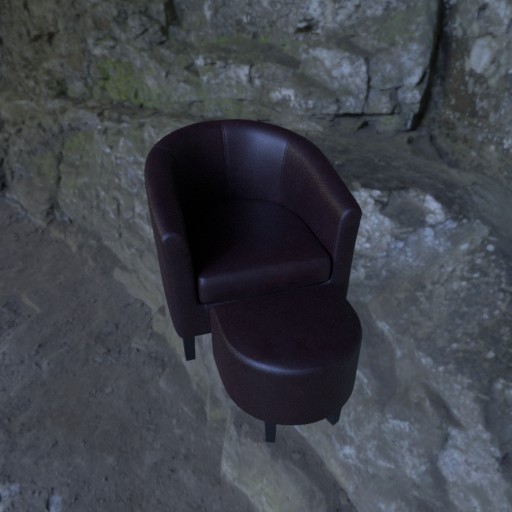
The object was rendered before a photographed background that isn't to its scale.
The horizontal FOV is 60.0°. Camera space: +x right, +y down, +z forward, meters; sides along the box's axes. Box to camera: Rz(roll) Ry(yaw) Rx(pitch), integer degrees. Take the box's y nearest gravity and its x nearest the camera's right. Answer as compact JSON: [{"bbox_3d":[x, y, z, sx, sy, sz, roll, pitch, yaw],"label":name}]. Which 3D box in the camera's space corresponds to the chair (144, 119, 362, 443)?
[{"bbox_3d":[0.000,0.000,1.692,0.737,0.755,1.176,-9,33,-15],"label":"chair"}]
